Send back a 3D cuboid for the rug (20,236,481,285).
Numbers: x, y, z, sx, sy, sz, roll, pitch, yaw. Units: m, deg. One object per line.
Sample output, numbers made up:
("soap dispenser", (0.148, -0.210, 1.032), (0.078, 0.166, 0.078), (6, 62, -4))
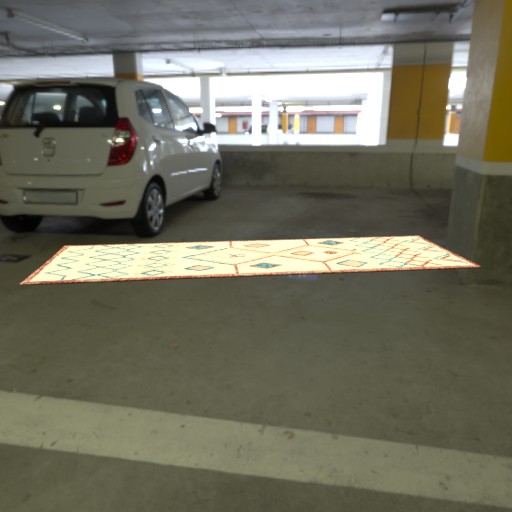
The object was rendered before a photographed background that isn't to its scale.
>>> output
("rug", (0.000, 0.000, 2.678), (2.435, 0.011, 0.750), (-2, 16, -7))
